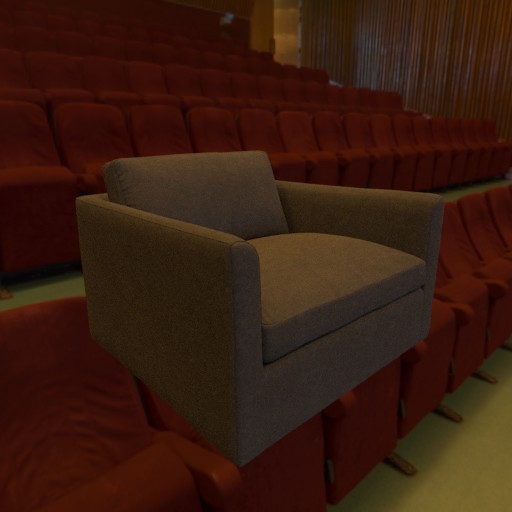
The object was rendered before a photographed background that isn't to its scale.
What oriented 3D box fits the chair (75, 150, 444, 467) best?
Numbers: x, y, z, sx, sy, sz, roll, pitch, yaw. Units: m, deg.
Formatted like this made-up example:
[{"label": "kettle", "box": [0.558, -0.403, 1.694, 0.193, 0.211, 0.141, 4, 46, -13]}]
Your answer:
[{"label": "chair", "box": [0.000, 0.000, 1.858, 1.190, 0.845, 1.091, -15, 21, -43]}]
